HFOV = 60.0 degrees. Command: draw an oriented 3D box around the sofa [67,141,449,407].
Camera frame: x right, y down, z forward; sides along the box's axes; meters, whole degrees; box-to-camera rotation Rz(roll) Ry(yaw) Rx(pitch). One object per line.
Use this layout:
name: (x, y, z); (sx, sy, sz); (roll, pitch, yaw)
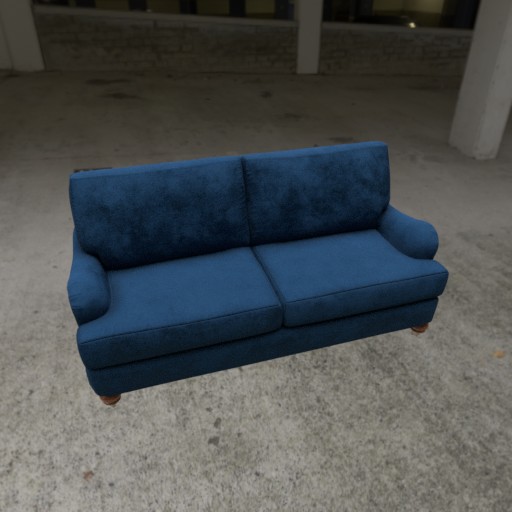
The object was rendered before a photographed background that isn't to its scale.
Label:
sofa: (0.000, 0.000, 2.760); (2.141, 1.101, 1.084); (-9, 33, -14)
